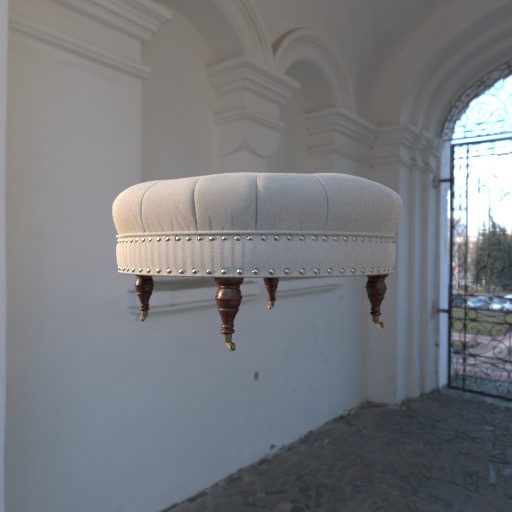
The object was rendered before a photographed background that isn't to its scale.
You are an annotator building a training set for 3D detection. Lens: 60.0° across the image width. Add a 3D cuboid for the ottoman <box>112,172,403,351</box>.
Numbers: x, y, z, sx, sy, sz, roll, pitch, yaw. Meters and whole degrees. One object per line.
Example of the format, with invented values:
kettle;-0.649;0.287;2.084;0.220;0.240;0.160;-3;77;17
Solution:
ottoman;0.000;0.000;1.420;0.901;0.439;0.901;0;0;0
